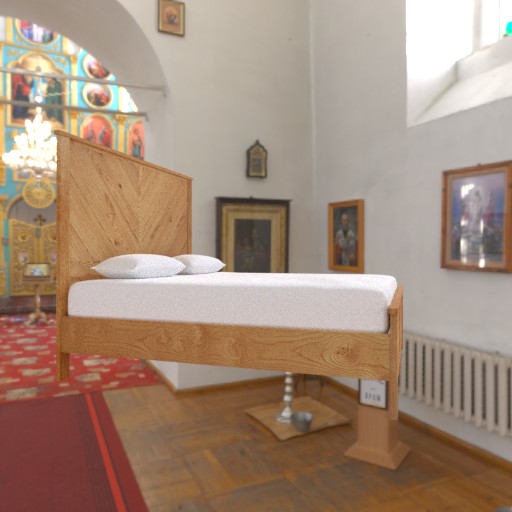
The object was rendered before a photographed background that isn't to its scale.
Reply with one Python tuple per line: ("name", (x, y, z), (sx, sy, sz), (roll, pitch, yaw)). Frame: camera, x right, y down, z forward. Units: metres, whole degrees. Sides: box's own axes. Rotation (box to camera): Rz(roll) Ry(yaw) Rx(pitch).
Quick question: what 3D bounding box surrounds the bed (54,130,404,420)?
("bed", (0.000, 0.000, 4.054), (2.530, 1.938, 2.225), (0, 0, 19))
